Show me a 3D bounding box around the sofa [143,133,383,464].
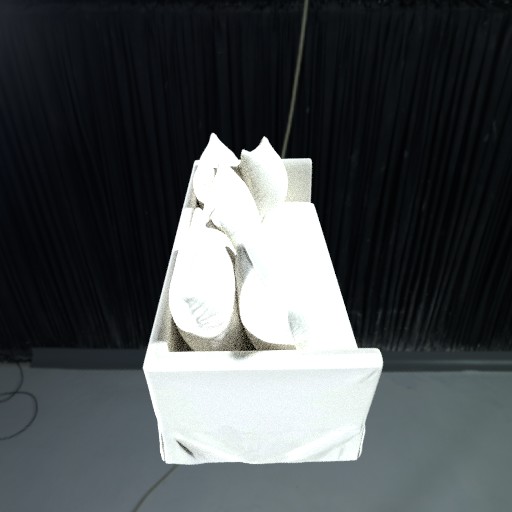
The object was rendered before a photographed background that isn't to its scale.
[{"bbox_3d":[0.000,0.000,2.840,1.031,1.034,2.290,-1,33,-1],"label":"sofa"}]
